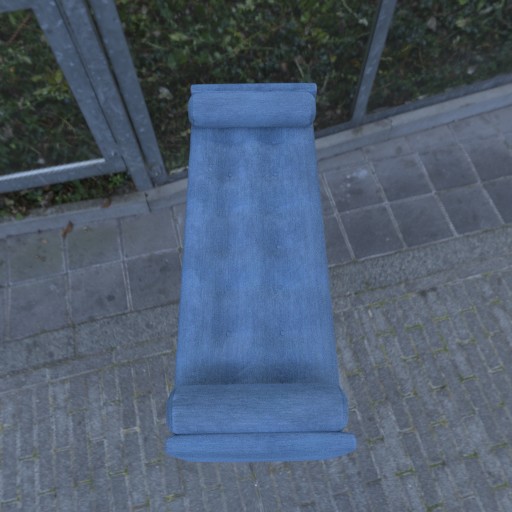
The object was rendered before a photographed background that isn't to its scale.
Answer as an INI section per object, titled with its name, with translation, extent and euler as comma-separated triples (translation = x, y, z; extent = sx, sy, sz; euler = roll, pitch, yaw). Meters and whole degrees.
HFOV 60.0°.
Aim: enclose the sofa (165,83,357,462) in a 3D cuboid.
[sofa]
translation = 0.000, 0.000, 2.504
extent = 0.796, 0.705, 2.102
euler = -1, 63, 0
